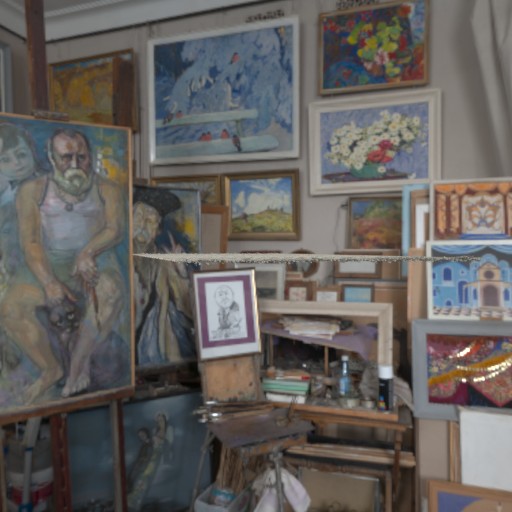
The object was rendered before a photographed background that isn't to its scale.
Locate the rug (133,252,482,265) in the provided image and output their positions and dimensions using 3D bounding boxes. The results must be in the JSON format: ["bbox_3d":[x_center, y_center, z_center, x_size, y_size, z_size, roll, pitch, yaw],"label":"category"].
[{"bbox_3d":[0.000,0.000,3.072,1.495,0.035,2.472,0,1,-19],"label":"rug"}]
